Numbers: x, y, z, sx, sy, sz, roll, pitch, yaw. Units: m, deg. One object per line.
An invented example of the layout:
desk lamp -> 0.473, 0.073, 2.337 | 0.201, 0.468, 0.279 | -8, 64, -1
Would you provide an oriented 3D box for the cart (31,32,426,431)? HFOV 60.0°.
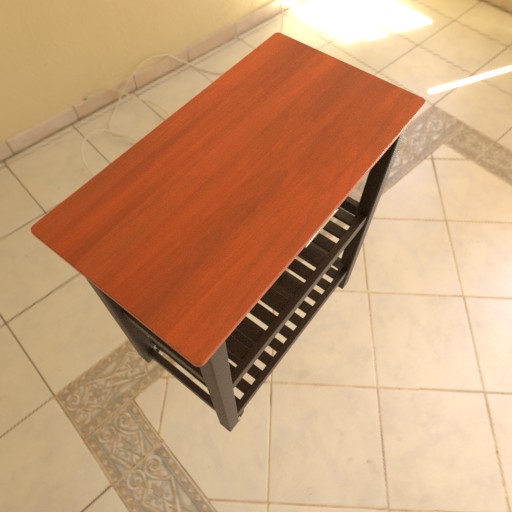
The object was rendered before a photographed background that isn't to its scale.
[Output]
cart -> 0.000, 0.000, 1.392 | 0.457, 0.927, 0.899 | 34, 65, 18
